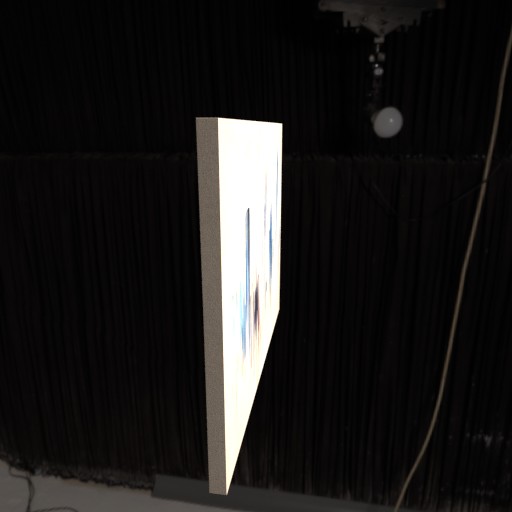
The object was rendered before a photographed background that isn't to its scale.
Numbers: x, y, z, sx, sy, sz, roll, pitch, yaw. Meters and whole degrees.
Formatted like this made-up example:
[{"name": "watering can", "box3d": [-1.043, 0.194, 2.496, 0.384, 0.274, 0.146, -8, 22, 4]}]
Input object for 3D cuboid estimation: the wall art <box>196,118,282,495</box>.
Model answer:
[{"name": "wall art", "box3d": [0.000, 0.000, 1.317, 0.038, 0.762, 1.016, 3, 16, 9]}]
